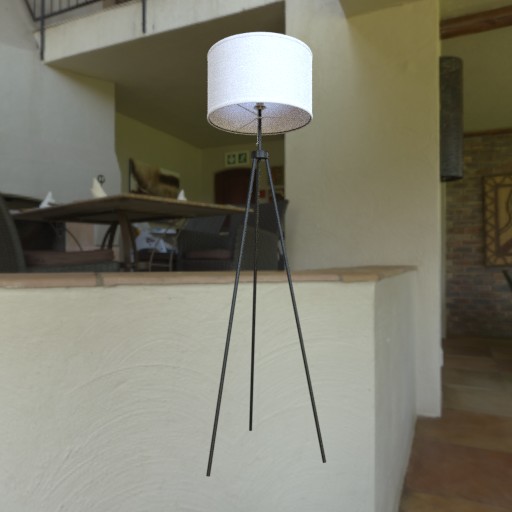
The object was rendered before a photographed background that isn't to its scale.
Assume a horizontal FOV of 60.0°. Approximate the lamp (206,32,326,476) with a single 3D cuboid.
[{"bbox_3d":[0.000,0.000,1.748,0.448,1.545,0.458,0,0,-18],"label":"lamp"}]
